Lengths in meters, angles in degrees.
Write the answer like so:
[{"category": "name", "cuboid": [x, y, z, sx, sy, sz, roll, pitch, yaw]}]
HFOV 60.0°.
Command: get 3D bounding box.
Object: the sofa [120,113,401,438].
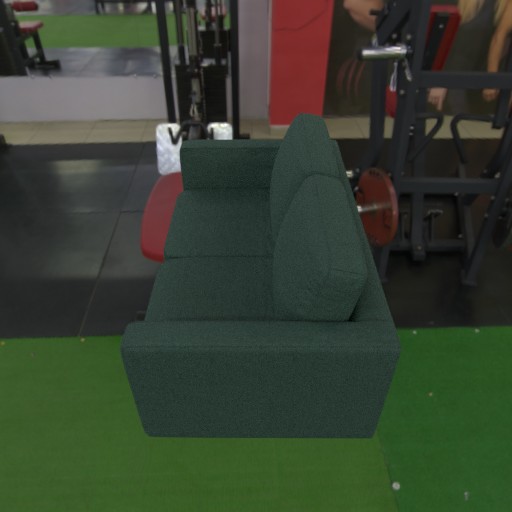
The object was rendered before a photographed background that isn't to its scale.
[{"category": "sofa", "cuboid": [0.000, 0.000, 2.013, 0.879, 0.899, 1.430, 0, 39, 0]}]
